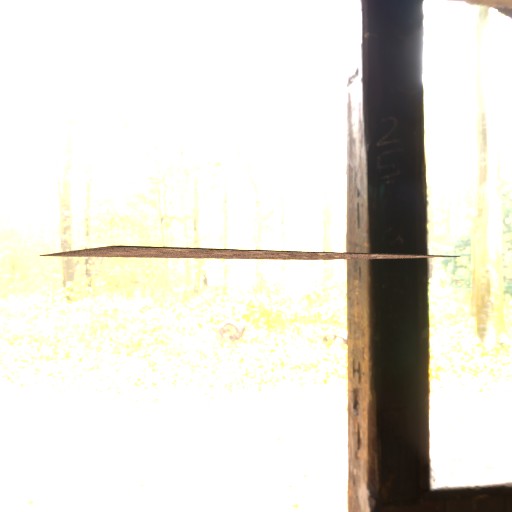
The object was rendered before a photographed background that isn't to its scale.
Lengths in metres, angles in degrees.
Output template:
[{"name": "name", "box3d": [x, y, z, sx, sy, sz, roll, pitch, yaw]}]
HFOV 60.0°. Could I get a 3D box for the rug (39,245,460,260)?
[{"name": "rug", "box3d": [0.000, 0.000, 3.019, 2.440, 0.010, 1.545, 1, -2, -36]}]
